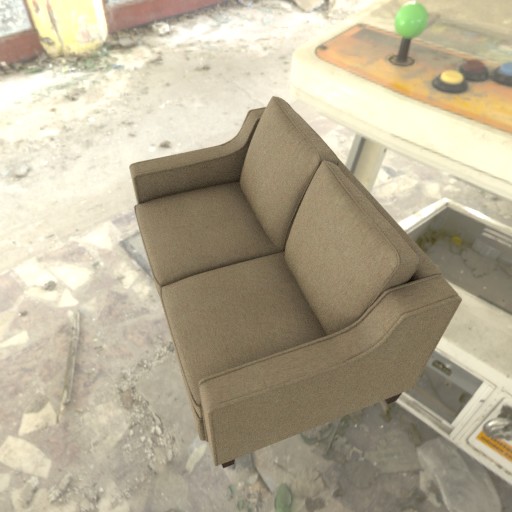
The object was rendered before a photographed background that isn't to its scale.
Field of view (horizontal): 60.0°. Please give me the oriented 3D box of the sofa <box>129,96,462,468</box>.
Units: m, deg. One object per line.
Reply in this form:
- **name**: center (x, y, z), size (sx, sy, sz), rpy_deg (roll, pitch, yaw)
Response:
- **sofa**: center (0.000, 0.000, 2.150), size (0.985, 0.981, 1.503), rpy_deg (-16, 48, -14)
